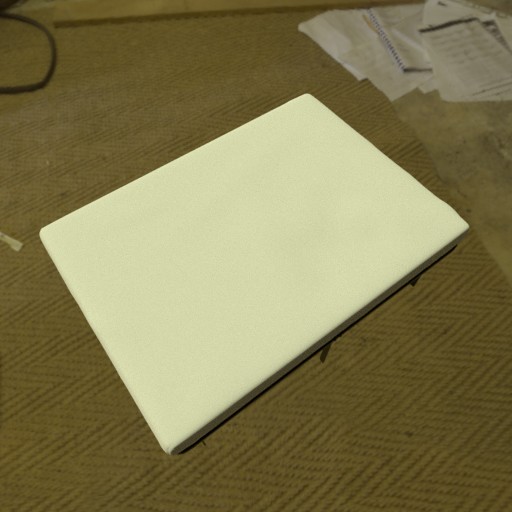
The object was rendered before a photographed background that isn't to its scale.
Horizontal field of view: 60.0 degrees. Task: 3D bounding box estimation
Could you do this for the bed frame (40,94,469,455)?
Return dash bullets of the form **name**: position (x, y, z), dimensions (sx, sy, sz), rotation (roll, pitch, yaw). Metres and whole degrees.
- **bed frame**: position (0.000, 0.000, 2.586), dimensions (1.905, 0.637, 1.372), rotation (-32, 64, -18)
